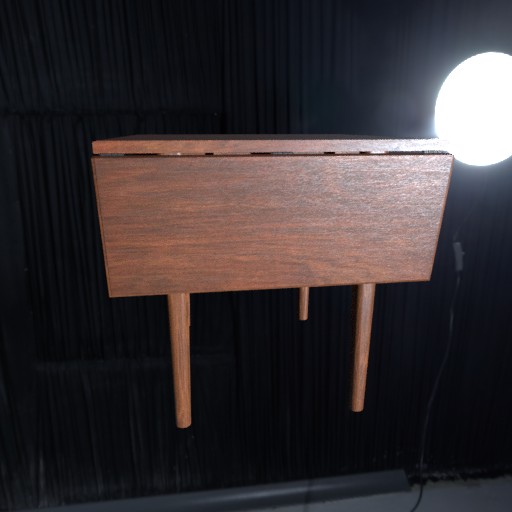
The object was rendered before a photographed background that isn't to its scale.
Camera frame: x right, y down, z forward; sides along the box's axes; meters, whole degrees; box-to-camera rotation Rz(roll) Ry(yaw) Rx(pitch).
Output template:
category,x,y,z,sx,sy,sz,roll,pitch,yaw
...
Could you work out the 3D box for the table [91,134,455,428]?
category,x,y,z,sx,sy,sz,roll,pitch,yaw
table,0.000,0.000,1.465,0.812,0.763,0.843,-2,16,-8
